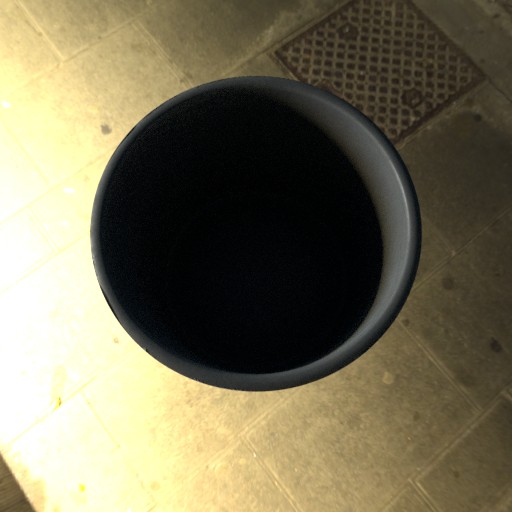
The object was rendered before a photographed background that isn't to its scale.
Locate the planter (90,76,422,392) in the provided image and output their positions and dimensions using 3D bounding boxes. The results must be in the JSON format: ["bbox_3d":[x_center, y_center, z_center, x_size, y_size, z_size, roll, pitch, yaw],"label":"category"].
[{"bbox_3d":[0.000,0.000,0.391,0.226,0.201,0.226,0,75,0],"label":"planter"}]
